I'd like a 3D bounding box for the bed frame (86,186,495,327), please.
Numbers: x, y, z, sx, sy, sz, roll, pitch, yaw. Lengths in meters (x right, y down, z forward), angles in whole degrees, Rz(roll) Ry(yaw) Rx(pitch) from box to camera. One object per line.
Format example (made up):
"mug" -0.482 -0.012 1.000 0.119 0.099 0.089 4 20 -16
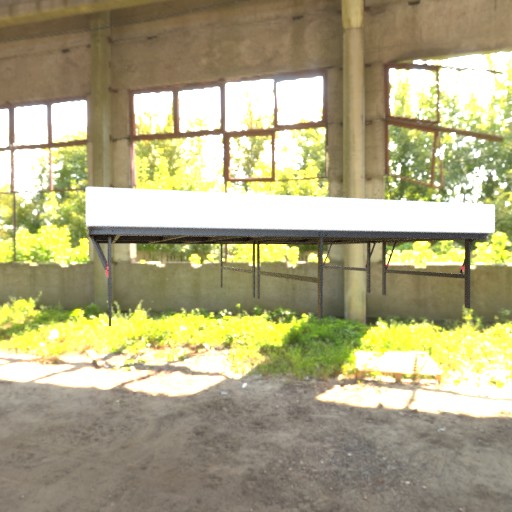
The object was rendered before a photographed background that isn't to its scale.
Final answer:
"bed frame" 0.000 0.000 2.945 2.032 0.559 1.930 0 1 -19
